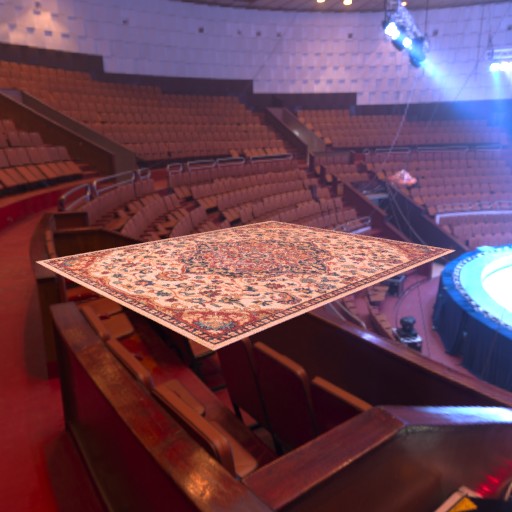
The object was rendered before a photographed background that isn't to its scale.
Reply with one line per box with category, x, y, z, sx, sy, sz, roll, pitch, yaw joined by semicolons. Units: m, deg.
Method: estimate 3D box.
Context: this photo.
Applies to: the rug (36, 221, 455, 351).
rug;0.000;0.000;4.125;2.454;0.005;3.067;14;20;43
